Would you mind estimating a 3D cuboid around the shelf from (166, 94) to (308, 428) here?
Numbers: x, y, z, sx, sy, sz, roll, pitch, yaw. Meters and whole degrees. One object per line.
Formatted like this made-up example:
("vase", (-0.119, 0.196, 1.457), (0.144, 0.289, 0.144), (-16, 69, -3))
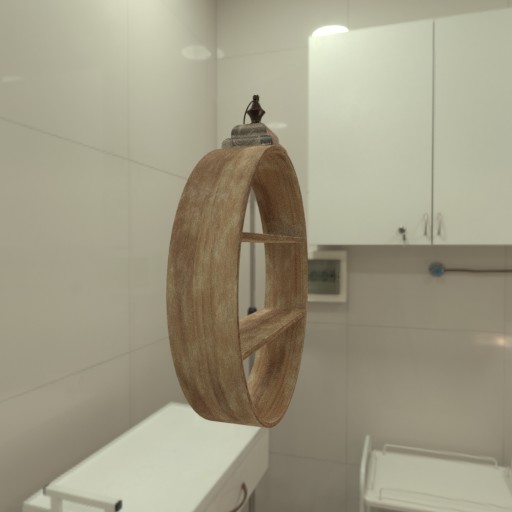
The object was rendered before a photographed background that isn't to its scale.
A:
("shelf", (0.000, 0.000, 1.003), (0.125, 0.725, 0.601), (0, 1, 18))
